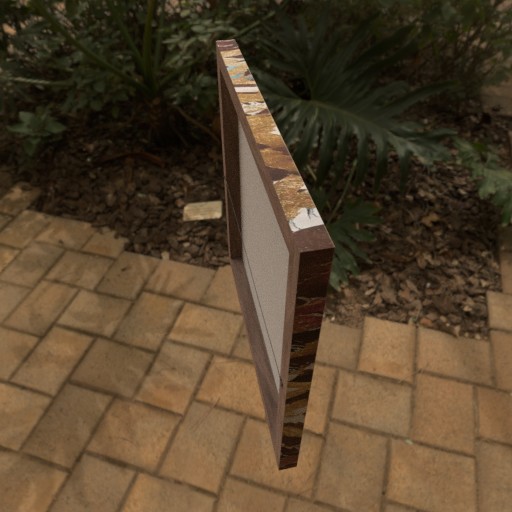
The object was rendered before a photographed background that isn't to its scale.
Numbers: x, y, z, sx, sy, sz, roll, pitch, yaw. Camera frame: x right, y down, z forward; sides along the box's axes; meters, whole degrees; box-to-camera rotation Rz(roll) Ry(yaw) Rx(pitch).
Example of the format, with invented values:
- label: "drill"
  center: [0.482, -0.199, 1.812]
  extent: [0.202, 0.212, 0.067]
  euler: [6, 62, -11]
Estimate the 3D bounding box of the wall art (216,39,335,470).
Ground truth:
- label: "wall art"
  center: [0.000, 0.000, 0.884]
  extent: [0.041, 0.613, 0.609]
  euler: [-8, 46, -8]
